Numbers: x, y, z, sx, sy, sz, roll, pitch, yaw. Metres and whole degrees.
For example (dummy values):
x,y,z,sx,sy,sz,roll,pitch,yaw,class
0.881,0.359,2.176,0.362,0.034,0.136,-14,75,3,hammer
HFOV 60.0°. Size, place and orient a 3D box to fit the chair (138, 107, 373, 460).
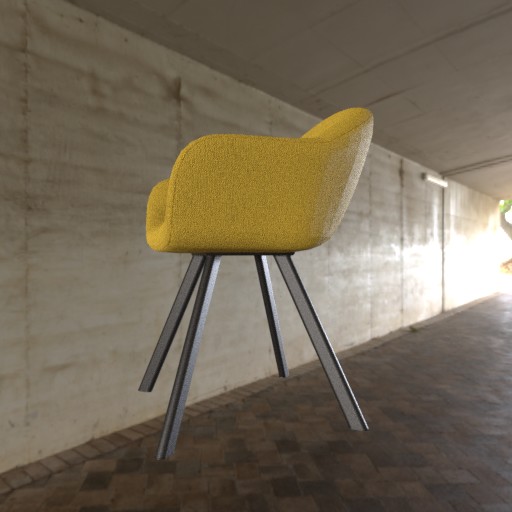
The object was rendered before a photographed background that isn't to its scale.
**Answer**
x,y,z,sx,sy,sz,roll,pitch,yaw,class
0.000,0.000,1.150,0.565,0.775,0.545,0,1,-19,chair
